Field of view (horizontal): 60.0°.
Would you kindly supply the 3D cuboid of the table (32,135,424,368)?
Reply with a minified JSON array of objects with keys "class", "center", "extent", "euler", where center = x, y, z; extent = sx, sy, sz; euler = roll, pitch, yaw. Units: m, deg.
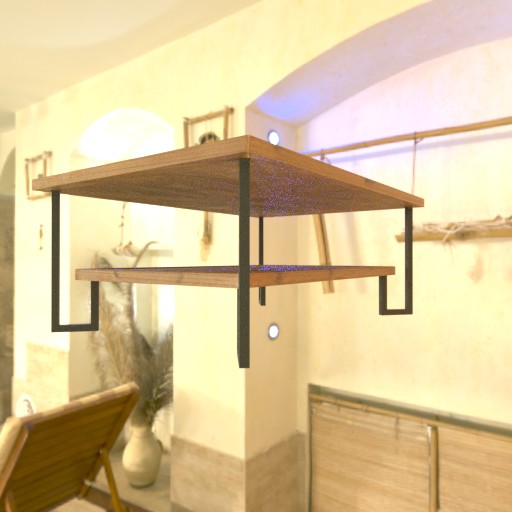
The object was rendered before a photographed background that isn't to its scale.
[{"class":"table","center":[0.000,0.000,1.657],"extent":[0.877,0.492,1.238],"euler":[0,0,37]}]
